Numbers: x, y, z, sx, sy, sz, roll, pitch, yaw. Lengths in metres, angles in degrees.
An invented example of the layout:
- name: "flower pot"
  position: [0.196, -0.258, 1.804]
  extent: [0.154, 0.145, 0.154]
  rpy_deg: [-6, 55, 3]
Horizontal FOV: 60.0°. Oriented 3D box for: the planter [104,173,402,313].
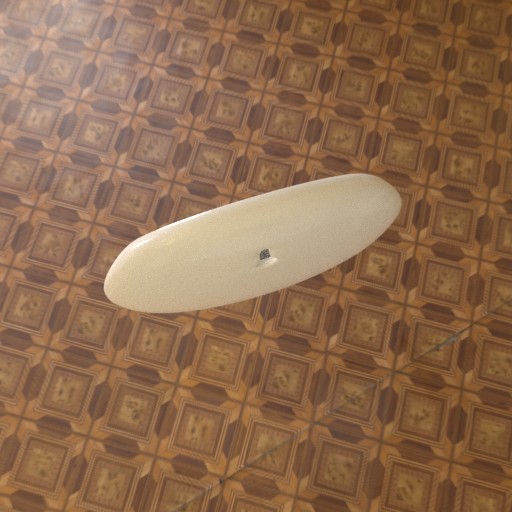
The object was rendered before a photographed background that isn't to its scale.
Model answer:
- name: "planter"
  position: [0.000, 0.000, 0.279]
  extent: [0.185, 0.188, 0.043]
  rpy_deg: [-17, 77, -4]
